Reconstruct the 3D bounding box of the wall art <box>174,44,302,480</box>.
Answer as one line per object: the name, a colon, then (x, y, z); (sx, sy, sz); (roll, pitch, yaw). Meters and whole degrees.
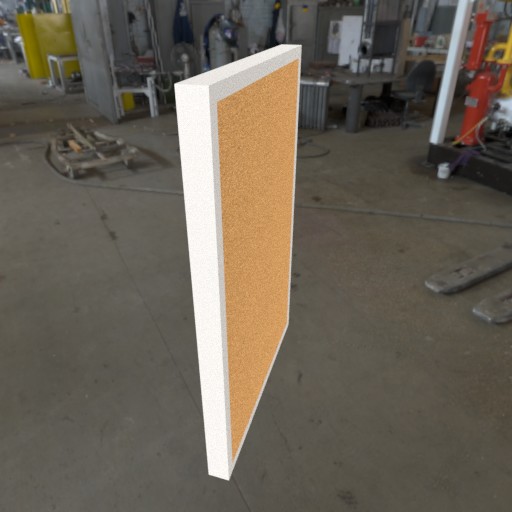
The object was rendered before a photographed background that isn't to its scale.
wall art: (0.000, 0.000, 0.804); (0.038, 0.657, 0.450); (9, 32, 15)
